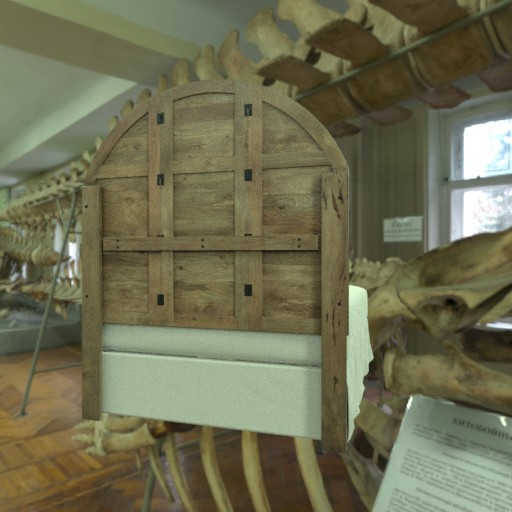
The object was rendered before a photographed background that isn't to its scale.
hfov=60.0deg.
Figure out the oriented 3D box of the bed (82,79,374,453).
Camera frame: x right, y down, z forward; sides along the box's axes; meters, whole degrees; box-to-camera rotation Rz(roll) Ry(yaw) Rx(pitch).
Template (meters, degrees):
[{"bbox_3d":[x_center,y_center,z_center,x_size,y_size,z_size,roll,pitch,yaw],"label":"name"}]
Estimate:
[{"bbox_3d":[0.000,0.000,3.499,1.713,2.002,2.112,0,0,17],"label":"bed"}]
